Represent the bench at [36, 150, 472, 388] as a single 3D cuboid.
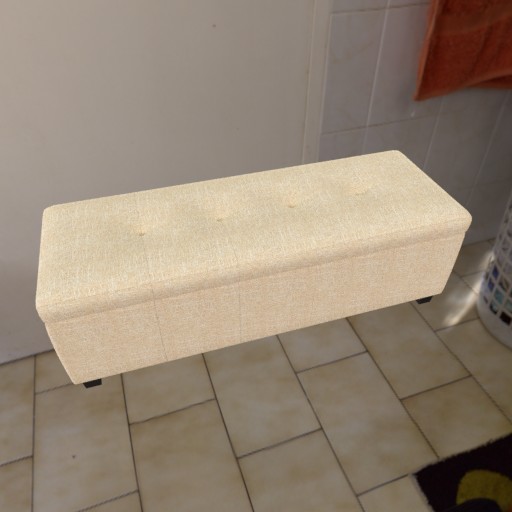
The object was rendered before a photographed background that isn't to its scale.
[{"bbox_3d":[0.000,0.000,1.433,1.219,0.406,0.432,-12,43,-13],"label":"bench"}]
